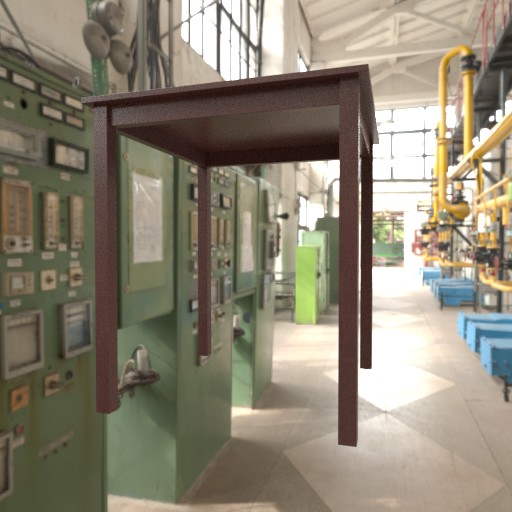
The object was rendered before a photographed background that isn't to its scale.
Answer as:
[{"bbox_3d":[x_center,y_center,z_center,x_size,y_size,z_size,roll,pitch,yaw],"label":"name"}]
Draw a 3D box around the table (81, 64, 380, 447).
[{"bbox_3d":[0.000,0.000,1.662,0.861,0.991,0.861,0,2,17],"label":"table"}]
